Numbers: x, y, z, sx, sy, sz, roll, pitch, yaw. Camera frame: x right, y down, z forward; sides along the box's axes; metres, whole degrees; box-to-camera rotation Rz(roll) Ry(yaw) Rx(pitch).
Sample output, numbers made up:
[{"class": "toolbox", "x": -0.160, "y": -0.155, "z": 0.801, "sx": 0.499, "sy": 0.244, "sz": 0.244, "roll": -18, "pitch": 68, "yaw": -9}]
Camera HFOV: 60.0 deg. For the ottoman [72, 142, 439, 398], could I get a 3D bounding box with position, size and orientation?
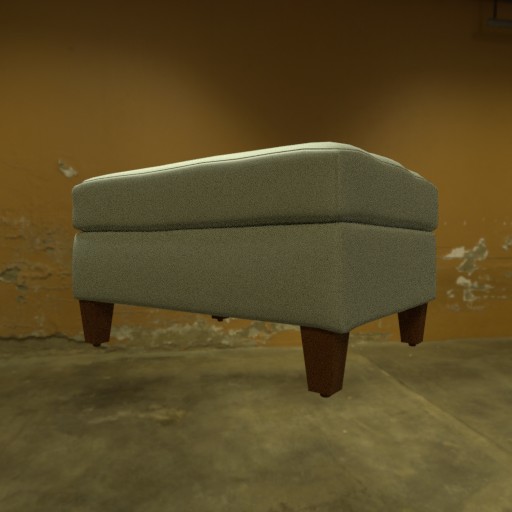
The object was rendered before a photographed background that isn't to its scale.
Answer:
[{"class": "ottoman", "x": 0.000, "y": 0.000, "z": 1.216, "sx": 0.818, "sy": 0.496, "sz": 0.634, "roll": 1, "pitch": 1, "yaw": 36}]
